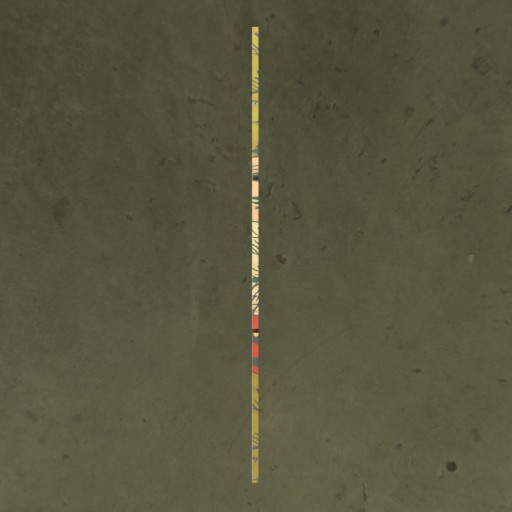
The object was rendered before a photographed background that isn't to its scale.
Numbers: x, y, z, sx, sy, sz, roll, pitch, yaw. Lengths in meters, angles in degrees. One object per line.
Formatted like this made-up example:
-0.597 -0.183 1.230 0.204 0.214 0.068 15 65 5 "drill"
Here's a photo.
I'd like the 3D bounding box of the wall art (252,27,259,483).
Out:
0.000 0.000 1.336 0.013 0.913 0.904 0 89 0 "wall art"
